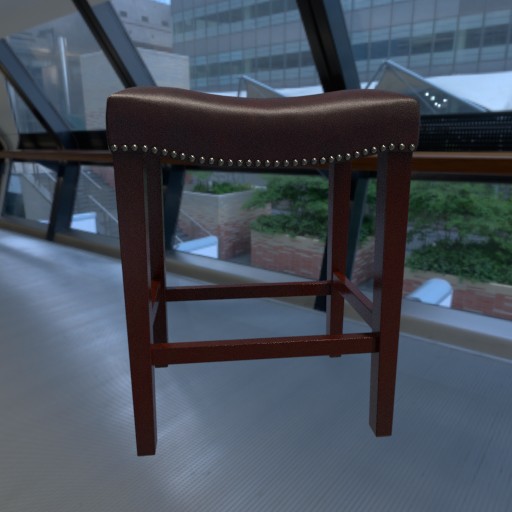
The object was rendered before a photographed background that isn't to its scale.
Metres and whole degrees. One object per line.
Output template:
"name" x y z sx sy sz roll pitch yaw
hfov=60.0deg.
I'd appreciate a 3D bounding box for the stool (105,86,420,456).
"stool" 0.000 0.000 0.935 0.504 0.657 0.372 -2 15 -7
